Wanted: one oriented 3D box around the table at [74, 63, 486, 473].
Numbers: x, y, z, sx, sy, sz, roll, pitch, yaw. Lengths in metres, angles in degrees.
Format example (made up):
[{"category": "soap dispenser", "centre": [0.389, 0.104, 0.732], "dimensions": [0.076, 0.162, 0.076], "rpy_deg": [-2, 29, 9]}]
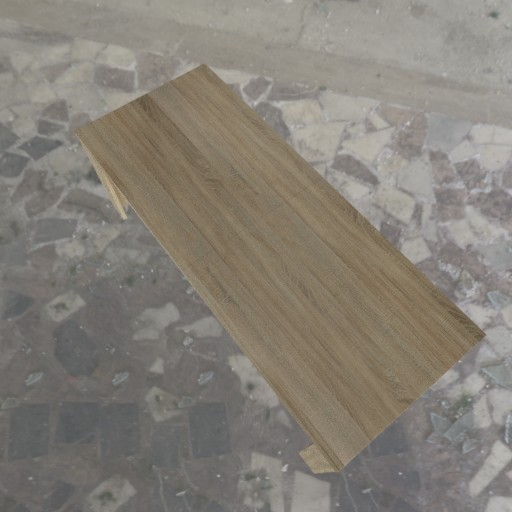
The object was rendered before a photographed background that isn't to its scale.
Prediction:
[{"category": "table", "centre": [0.000, 0.000, 2.597], "dimensions": [0.900, 0.790, 2.200], "rpy_deg": [-35, 68, -16]}]
